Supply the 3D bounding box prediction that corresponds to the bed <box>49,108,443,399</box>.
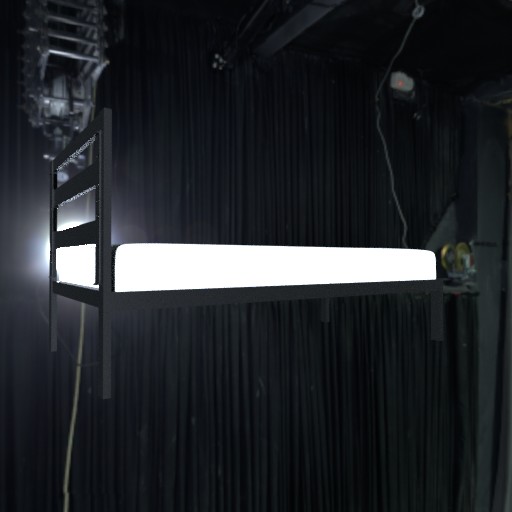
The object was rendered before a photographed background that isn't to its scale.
[{"bbox_3d":[0.000,0.000,2.416,1.930,0.967,0.991,0,-1,-34],"label":"bed"}]
